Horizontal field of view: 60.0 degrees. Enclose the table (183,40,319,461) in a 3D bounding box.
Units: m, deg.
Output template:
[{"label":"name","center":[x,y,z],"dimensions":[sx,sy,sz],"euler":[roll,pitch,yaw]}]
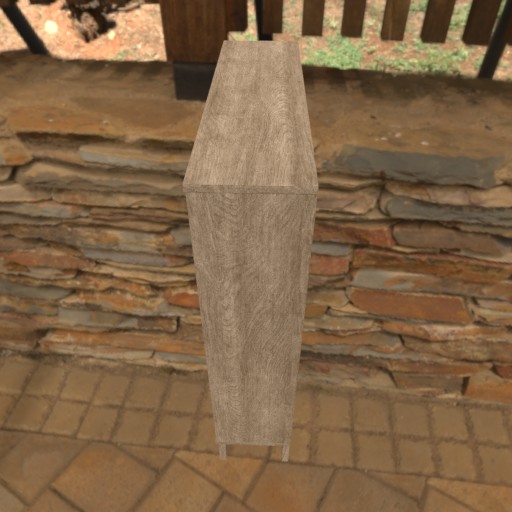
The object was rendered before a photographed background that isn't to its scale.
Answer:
[{"label":"table","center":[0.000,0.000,1.527],"dimensions":[0.256,1.135,0.902],"euler":[1,41,1]}]
